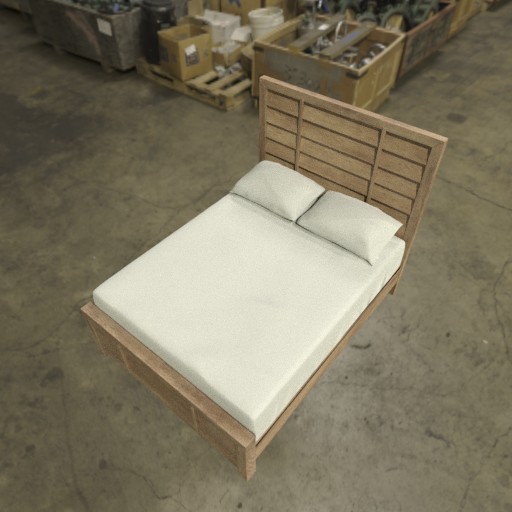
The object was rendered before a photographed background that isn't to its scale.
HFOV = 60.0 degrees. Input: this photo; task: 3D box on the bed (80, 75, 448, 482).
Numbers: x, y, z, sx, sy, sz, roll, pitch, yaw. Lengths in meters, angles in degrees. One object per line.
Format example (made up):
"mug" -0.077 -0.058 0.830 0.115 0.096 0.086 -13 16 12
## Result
"bed" 0.000 0.000 3.384 1.626 1.626 2.197 30 52 27
